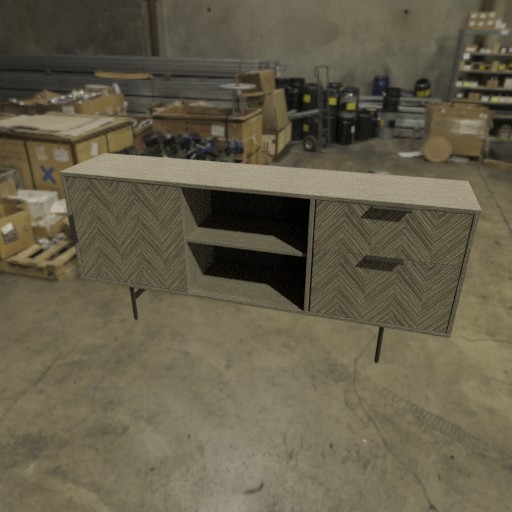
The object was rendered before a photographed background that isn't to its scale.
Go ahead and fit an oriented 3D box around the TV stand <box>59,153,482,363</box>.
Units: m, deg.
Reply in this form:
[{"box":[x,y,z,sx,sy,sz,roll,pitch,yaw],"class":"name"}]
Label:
[{"box":[0.000,0.000,2.154,1.804,0.787,0.405,7,28,14],"class":"TV stand"}]
